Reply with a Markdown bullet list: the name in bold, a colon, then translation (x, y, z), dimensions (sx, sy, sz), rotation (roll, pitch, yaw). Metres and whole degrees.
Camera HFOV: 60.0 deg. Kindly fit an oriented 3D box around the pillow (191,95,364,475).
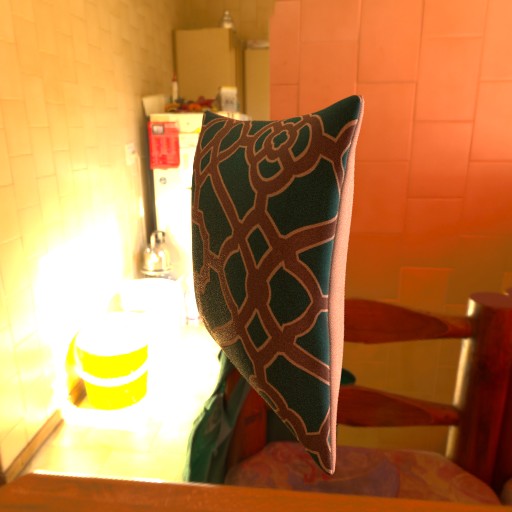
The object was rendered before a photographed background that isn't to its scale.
- **pillow**: translation (0.000, 0.000, 0.783), dimensions (0.166, 0.507, 0.526), rotation (-8, 18, -24)
